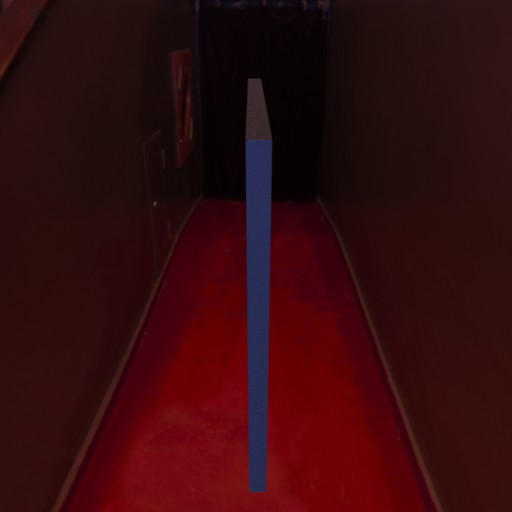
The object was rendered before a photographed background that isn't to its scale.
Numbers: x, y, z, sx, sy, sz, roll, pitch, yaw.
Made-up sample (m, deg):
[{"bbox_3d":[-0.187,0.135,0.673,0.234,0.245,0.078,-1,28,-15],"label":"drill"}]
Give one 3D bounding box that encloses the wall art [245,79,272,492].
[{"bbox_3d":[0.000,0.000,1.126,0.037,0.763,0.763,0,28,-1],"label":"wall art"}]
